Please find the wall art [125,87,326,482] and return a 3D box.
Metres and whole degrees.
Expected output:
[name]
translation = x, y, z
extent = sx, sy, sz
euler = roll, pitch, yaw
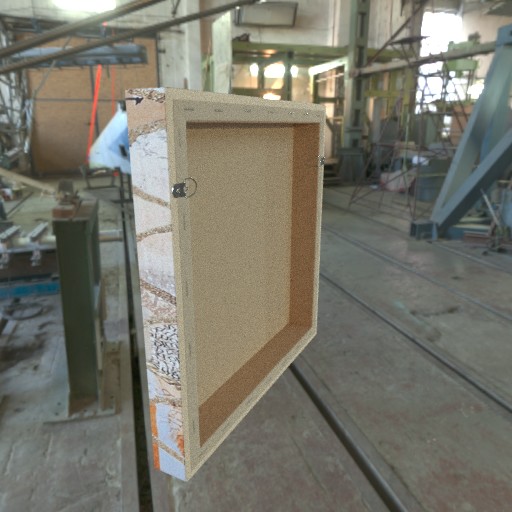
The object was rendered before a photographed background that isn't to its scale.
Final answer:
[wall art]
translation = 0.000, 0.000, 0.454
extent = 0.036, 0.304, 0.303
euler = 8, 18, 27
